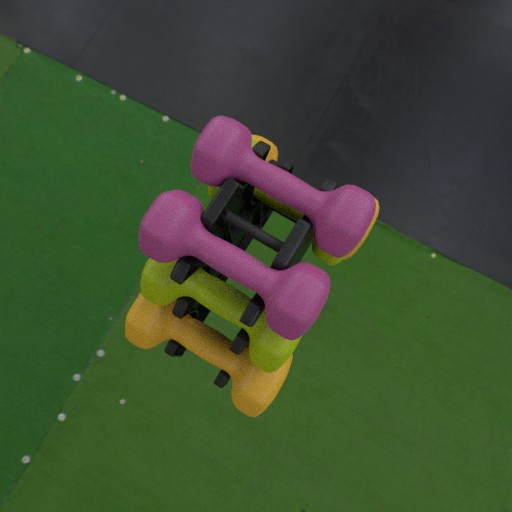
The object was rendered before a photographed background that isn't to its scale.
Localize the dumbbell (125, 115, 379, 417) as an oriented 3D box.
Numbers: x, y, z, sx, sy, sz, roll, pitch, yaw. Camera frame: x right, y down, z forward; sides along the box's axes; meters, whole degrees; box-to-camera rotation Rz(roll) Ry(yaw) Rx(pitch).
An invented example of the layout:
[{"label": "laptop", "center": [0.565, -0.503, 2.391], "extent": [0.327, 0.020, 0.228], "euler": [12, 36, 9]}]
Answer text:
[{"label": "dumbbell", "center": [0.000, 0.000, 0.470], "extent": [0.190, 0.271, 0.300], "euler": [31, 79, 7]}]
